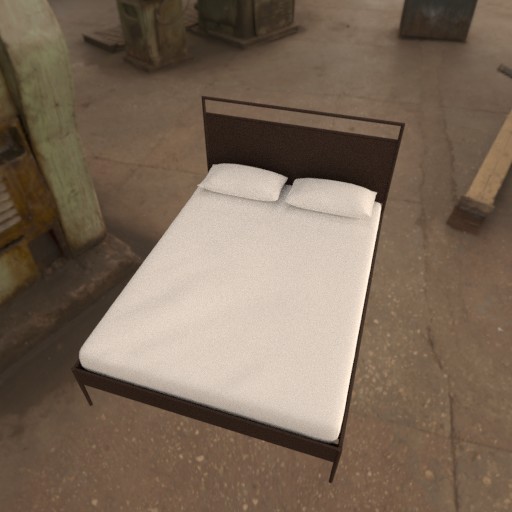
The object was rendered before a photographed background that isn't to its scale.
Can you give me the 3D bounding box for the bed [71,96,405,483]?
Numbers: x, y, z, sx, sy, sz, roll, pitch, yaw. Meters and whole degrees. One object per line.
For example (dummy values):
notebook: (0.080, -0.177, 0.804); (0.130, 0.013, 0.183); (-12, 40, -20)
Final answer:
bed: (0.000, 0.000, 3.001); (1.572, 1.173, 2.122); (12, 44, 13)
